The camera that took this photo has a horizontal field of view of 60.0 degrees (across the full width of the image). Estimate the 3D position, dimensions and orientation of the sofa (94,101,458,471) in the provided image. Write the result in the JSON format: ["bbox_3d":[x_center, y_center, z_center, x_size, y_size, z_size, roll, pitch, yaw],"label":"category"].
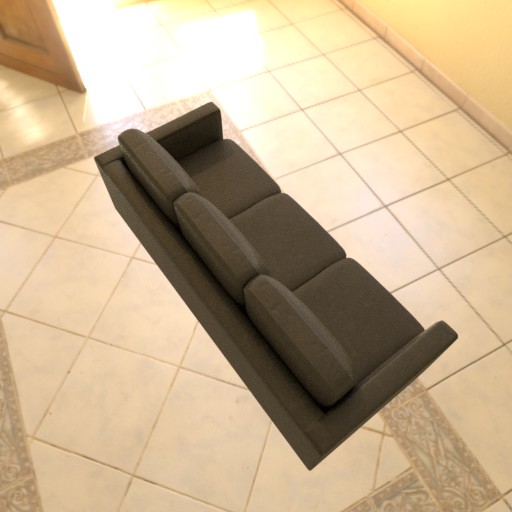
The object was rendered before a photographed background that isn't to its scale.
[{"bbox_3d":[0.000,0.000,2.502,0.879,0.899,2.029,-32,63,-19],"label":"sofa"}]
